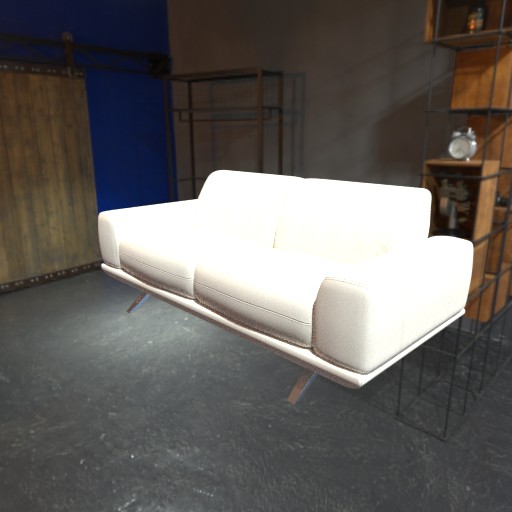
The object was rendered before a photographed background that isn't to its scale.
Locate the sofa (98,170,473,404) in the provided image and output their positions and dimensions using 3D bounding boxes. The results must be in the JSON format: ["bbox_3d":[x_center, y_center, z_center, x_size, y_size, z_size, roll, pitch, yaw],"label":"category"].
[{"bbox_3d":[0.000,0.000,2.356,0.900,0.772,1.901,-15,22,-43],"label":"sofa"}]
